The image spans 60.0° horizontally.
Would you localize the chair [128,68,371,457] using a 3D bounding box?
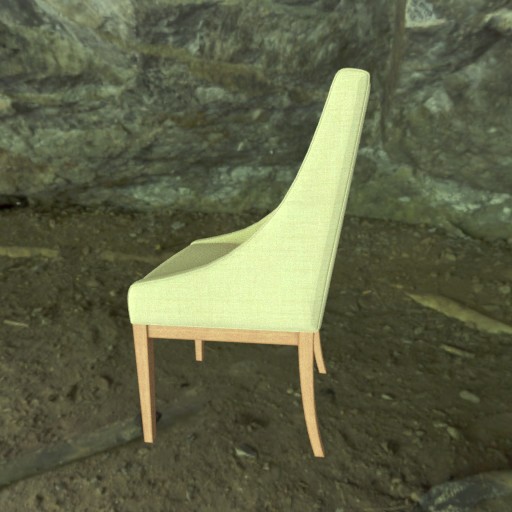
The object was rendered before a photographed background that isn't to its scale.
[{"bbox_3d":[0.000,0.000,1.400,0.611,1.021,0.575,2,14,9],"label":"chair"}]
